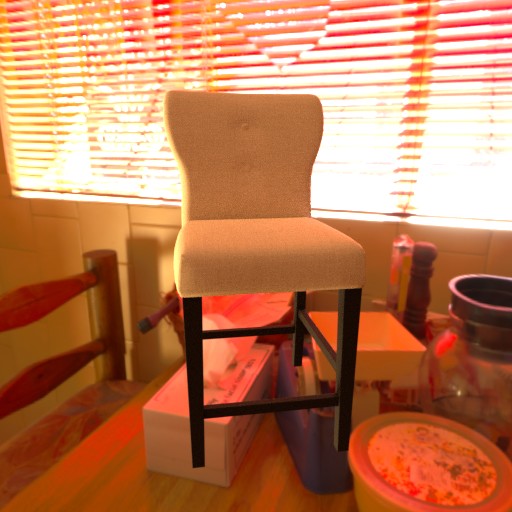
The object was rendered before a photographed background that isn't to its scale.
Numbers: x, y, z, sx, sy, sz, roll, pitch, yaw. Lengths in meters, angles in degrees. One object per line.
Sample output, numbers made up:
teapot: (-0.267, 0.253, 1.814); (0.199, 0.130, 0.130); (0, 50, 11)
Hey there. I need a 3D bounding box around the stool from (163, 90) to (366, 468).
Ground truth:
stool: (0.000, 0.000, 1.314); (0.514, 0.972, 0.603); (-2, 15, -9)
